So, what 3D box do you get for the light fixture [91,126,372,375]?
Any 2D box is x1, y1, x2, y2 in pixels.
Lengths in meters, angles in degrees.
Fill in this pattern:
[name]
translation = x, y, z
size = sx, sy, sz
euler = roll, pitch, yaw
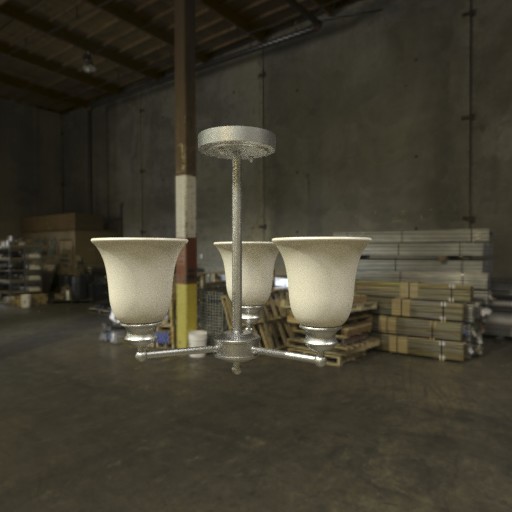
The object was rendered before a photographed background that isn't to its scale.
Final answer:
[light fixture]
translation = 0.000, 0.000, 0.669
size = 0.354, 0.370, 0.388
euler = 0, 1, 37
